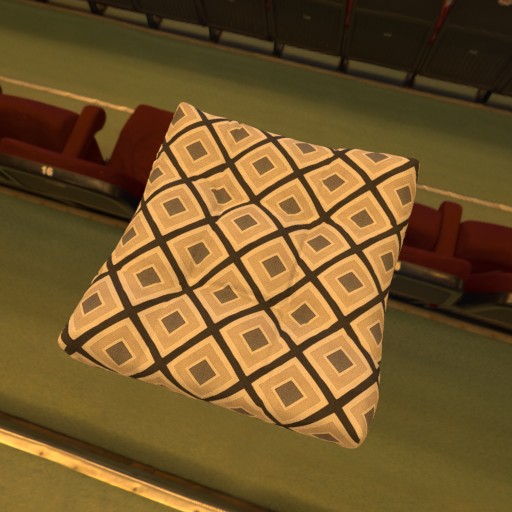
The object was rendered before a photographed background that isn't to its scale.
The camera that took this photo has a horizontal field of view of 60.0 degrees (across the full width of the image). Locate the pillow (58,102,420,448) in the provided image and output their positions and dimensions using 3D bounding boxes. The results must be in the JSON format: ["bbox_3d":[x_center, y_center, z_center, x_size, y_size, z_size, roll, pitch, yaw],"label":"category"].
[{"bbox_3d":[0.000,0.000,0.737,0.468,0.128,0.490,16,65,7],"label":"pillow"}]
